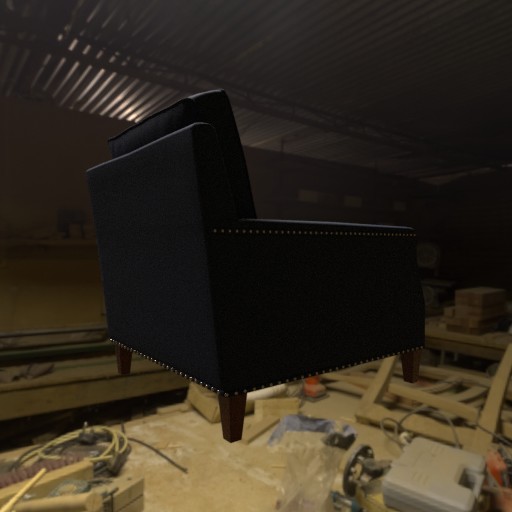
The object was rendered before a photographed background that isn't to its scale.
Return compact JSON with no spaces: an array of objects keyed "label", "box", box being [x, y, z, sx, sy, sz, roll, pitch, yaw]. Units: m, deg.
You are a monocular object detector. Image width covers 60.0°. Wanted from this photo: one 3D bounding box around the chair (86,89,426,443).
[{"label":"chair","box":[0.000,0.000,1.689,1.014,0.943,0.853,-1,2,-38]}]
